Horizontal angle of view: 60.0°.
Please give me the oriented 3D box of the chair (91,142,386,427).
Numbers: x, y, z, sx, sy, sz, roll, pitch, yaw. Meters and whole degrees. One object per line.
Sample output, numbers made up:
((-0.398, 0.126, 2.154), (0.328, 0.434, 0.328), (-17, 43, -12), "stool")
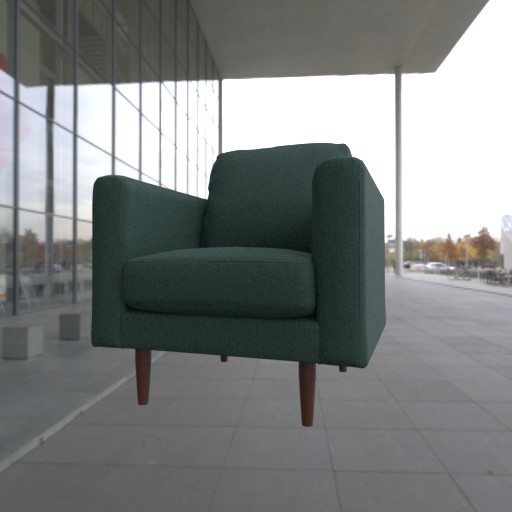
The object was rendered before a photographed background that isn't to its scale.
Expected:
((0.000, 0.000, 1.591), (0.855, 0.927, 0.800), (0, -1, 20), "chair")
